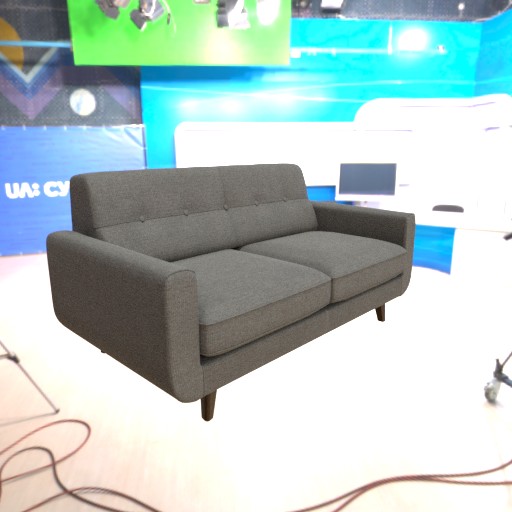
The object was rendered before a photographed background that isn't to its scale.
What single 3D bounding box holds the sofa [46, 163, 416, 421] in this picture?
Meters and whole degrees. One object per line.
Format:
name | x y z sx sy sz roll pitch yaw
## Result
sofa | 0.000 0.000 2.155 0.909 0.841 1.631 13 20 42
